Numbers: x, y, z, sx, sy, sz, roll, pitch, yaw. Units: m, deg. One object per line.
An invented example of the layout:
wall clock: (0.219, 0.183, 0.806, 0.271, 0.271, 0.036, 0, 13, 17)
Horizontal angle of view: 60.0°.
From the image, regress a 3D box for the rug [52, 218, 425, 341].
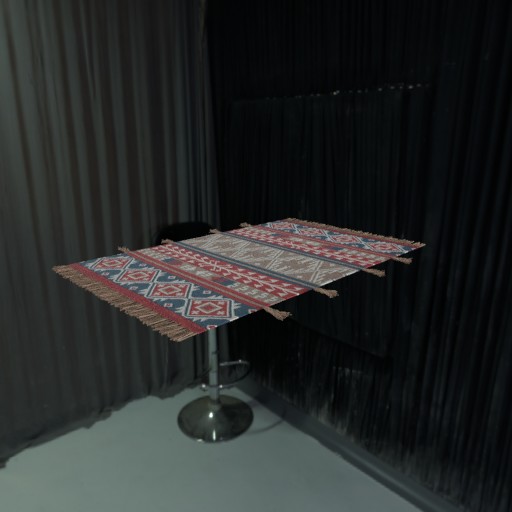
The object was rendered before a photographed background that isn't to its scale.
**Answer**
rug: (0.000, 0.000, 2.727, 2.025, 0.040, 1.469, -15, 22, -42)
